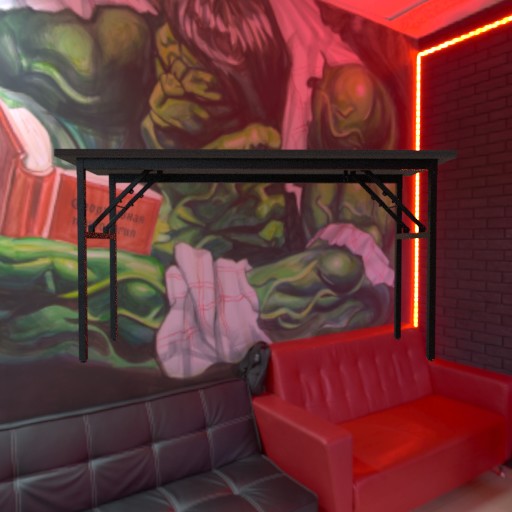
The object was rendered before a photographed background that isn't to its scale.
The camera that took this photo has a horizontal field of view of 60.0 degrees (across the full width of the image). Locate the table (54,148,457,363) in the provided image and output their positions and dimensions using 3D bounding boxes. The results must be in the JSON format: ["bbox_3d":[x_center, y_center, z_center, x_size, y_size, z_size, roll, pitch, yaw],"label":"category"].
[{"bbox_3d":[0.000,0.000,1.765,1.399,0.750,0.449,0,2,-1],"label":"table"}]
